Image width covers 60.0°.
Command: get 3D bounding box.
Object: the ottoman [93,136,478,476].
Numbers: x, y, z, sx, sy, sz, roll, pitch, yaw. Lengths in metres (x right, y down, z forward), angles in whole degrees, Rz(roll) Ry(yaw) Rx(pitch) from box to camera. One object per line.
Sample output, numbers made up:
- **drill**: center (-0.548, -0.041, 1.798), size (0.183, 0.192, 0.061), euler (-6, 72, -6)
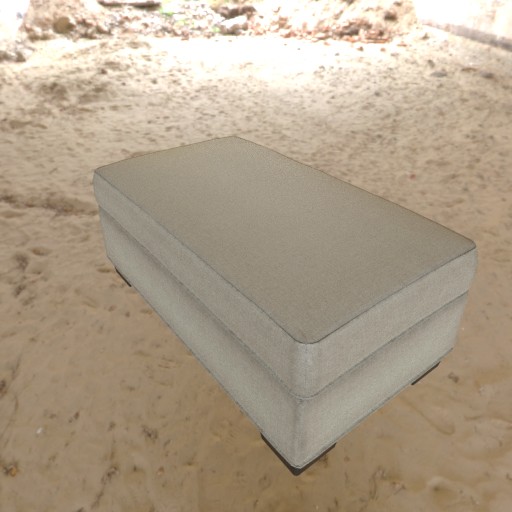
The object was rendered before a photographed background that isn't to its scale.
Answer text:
- **ottoman**: center (0.000, 0.000, 1.401), size (0.617, 0.461, 1.097), euler (-23, 40, -31)
